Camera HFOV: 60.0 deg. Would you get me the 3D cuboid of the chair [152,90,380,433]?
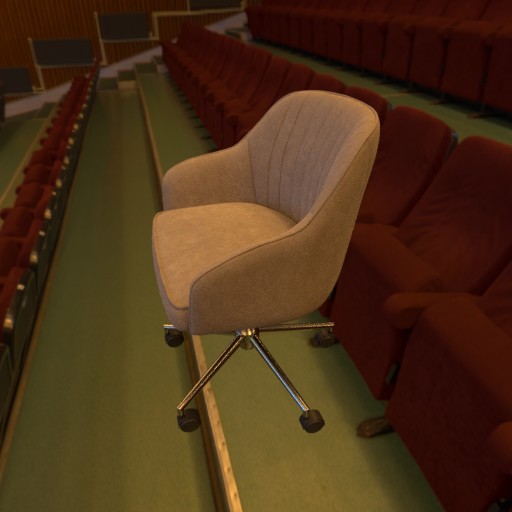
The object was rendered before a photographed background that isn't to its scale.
[{"bbox_3d":[0.000,0.000,1.275,0.573,0.831,0.635,-8,32,-13],"label":"chair"}]
